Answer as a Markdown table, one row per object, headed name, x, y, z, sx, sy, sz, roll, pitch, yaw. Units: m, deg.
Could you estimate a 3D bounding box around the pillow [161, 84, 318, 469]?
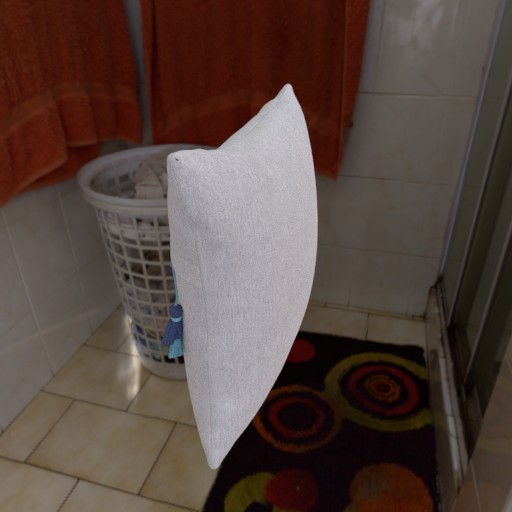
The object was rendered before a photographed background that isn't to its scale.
| name | x | y | z | sx | sy | sz | roll | pitch | yaw |
| --- | --- | --- | --- | --- | --- | --- | --- | --- | --- |
| pillow | 0.000 | 0.000 | 0.678 | 0.173 | 0.436 | 0.433 | 9 | 31 | 15 |
